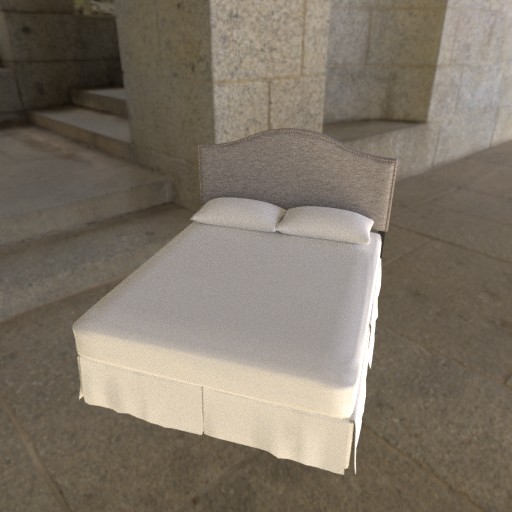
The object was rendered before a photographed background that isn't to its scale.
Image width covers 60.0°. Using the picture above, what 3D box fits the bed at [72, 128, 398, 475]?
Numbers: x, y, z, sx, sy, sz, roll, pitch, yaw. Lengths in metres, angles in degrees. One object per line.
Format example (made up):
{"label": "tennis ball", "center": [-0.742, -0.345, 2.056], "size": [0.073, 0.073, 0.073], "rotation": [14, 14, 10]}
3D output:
{"label": "bed", "center": [0.000, 0.000, 2.863], "size": [1.610, 1.295, 1.870], "rotation": [8, 28, 16]}
